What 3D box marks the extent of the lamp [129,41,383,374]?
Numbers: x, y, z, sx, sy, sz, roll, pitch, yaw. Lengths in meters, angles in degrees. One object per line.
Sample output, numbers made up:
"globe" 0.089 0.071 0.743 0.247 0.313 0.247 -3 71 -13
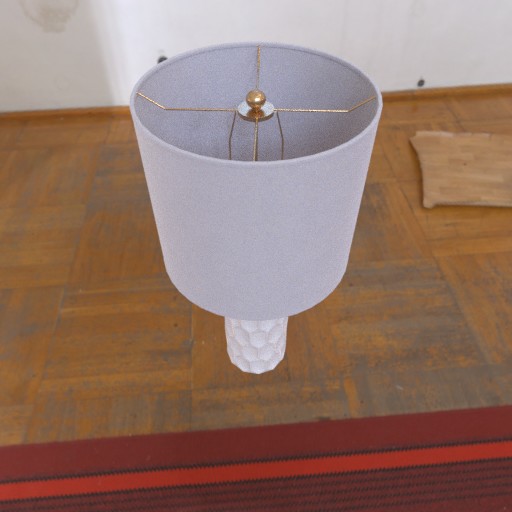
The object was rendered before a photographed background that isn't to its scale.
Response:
"lamp" 0.000 0.000 0.688 0.277 0.537 0.277 32 54 26
